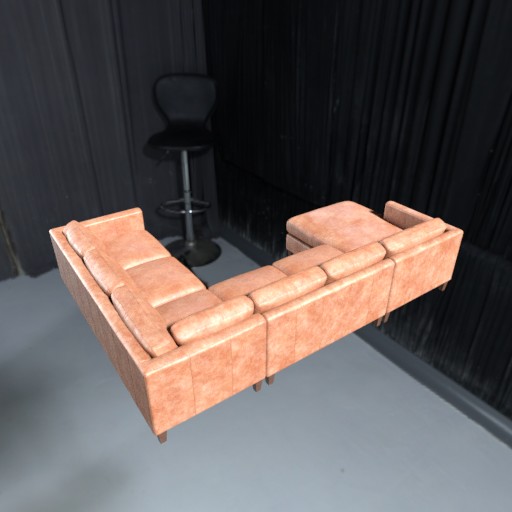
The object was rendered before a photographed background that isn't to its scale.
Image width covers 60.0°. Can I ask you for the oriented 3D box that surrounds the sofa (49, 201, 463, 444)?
[{"bbox_3d":[0.000,0.000,4.598,3.401,0.832,2.430,-20,36,-30],"label":"sofa"}]
